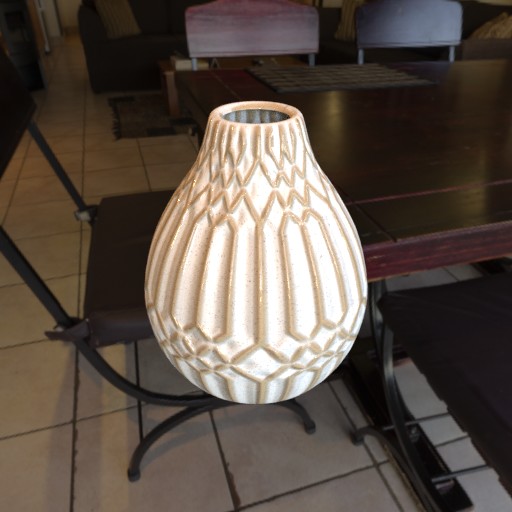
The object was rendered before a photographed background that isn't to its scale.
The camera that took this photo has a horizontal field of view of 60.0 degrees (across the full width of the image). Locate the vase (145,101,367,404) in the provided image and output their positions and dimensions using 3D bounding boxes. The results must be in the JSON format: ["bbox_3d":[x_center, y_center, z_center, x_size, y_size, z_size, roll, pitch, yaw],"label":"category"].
[{"bbox_3d":[0.000,0.000,0.312,0.159,0.200,0.159,0,33,0],"label":"vase"}]
